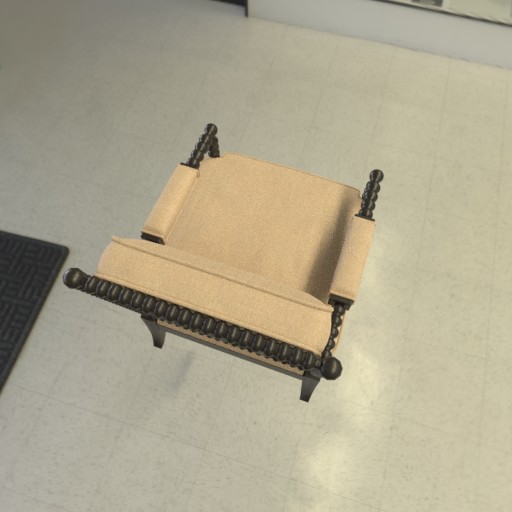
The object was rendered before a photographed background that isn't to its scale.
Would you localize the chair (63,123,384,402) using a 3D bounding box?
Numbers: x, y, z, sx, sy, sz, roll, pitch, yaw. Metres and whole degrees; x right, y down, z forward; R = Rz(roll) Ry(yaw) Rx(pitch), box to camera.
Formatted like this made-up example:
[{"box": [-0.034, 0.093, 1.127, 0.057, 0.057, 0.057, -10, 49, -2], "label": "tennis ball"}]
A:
[{"box": [0.000, 0.000, 1.197, 0.555, 0.703, 0.657, 18, 65, 9], "label": "chair"}]
